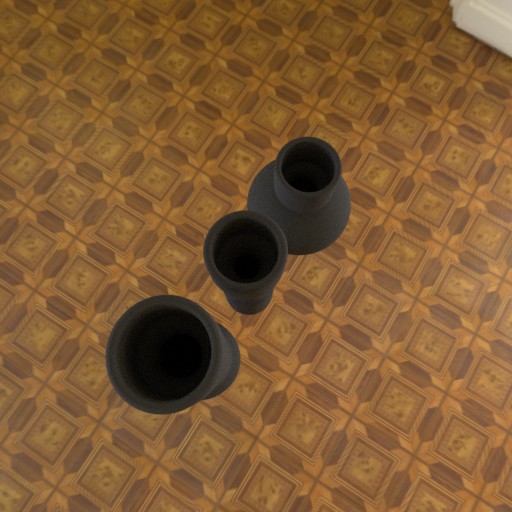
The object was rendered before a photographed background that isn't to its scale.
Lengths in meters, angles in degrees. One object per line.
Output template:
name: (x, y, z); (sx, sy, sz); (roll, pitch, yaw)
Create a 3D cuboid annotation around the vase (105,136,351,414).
vase: (0.000, 0.000, 0.425); (0.120, 0.249, 0.307); (31, 78, 7)
